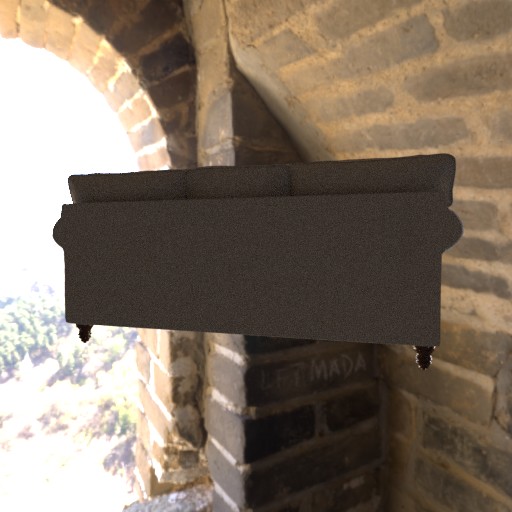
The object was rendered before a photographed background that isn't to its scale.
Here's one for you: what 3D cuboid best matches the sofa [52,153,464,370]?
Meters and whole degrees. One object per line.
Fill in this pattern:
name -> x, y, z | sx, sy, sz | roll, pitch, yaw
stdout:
sofa -> 0.000, 0.000, 2.552 | 2.084, 0.961, 0.916 | 0, 2, 17
